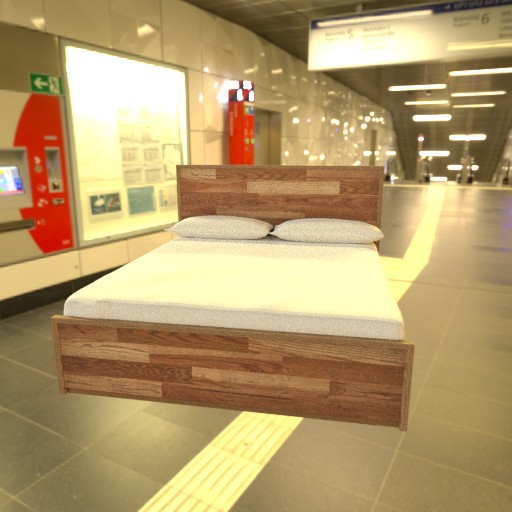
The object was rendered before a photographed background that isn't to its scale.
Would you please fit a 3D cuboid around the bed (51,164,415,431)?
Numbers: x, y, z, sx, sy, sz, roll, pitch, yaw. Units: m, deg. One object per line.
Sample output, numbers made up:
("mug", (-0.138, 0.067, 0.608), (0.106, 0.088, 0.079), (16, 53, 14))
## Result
("bed", (0.000, 0.000, 3.394), (2.013, 1.295, 2.184), (2, 14, 10))
